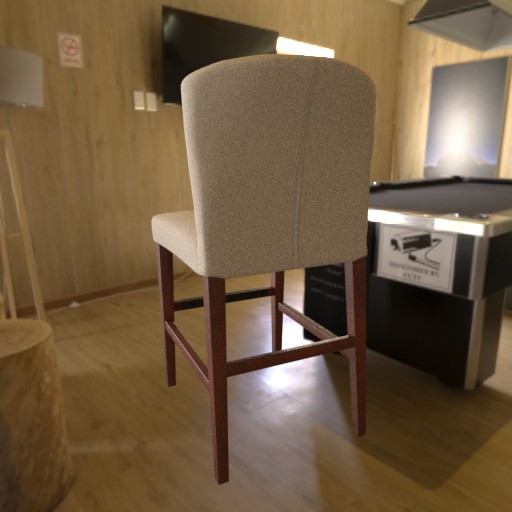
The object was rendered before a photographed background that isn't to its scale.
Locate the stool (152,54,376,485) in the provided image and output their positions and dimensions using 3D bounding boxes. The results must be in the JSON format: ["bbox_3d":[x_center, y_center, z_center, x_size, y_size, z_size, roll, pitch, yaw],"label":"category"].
[{"bbox_3d":[0.000,0.000,1.256,0.479,0.968,0.568,-7,16,-25],"label":"stool"}]
